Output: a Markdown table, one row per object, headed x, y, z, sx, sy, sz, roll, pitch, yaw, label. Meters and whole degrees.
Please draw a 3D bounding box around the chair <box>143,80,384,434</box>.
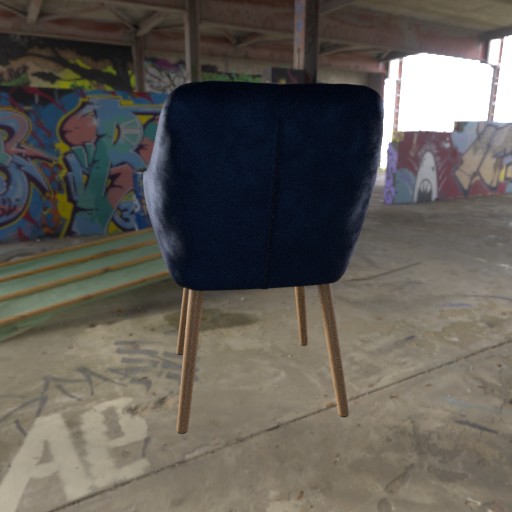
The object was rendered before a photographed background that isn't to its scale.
| x | y | z | sx | sy | sz | roll | pitch | yaw | label |
| --- | --- | --- | --- | --- | --- | --- | --- | --- | --- |
| 0.000 | 0.000 | 1.205 | 0.578 | 0.826 | 0.573 | -2 | 15 | -9 | chair |
